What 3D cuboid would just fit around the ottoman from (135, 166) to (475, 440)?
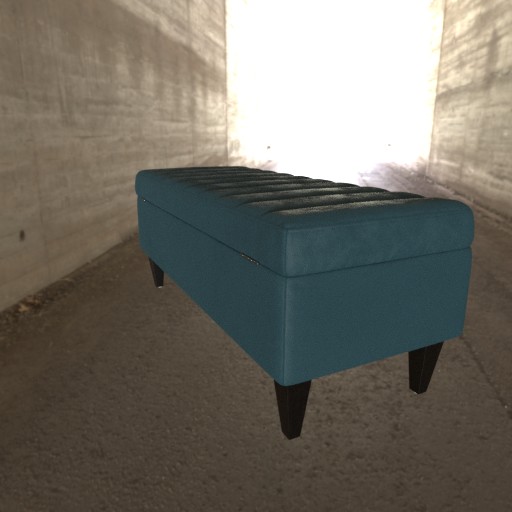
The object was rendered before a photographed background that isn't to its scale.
[{"bbox_3d":[0.000,0.000,1.368,0.482,0.469,1.151,-8,17,-26],"label":"ottoman"}]
